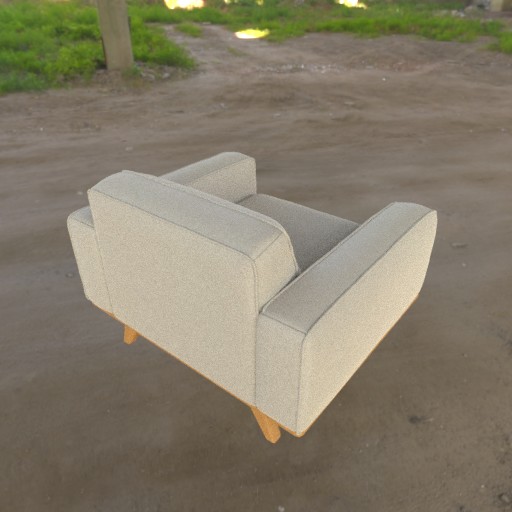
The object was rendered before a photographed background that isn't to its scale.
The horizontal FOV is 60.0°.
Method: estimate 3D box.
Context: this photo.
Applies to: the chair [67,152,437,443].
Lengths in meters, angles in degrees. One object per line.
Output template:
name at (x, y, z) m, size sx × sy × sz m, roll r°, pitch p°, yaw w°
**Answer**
chair at (0.000, 0.000, 1.774) m, size 1.115 × 0.779 × 0.953 m, roll 23°, pitch 39°, yaw 31°
